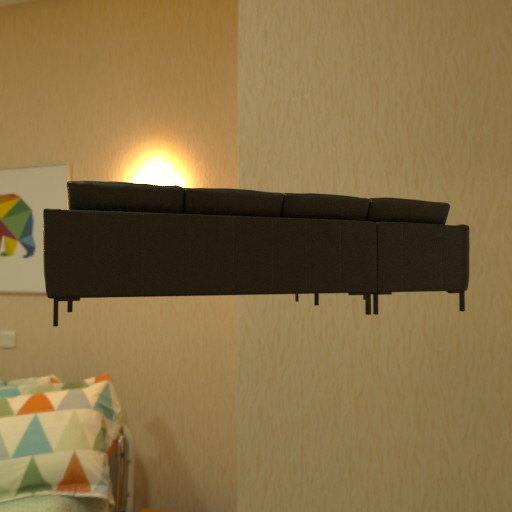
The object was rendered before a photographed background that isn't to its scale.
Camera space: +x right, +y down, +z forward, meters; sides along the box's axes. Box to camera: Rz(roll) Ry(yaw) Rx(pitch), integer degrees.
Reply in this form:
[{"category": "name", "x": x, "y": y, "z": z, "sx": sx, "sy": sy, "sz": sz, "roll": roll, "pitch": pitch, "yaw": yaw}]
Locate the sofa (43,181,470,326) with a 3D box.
[{"category": "sofa", "x": 0.000, "y": 0.000, "z": 3.609, "sx": 2.993, "sy": 0.859, "sz": 1.471, "roll": 1, "pitch": -2, "yaw": -19}]
